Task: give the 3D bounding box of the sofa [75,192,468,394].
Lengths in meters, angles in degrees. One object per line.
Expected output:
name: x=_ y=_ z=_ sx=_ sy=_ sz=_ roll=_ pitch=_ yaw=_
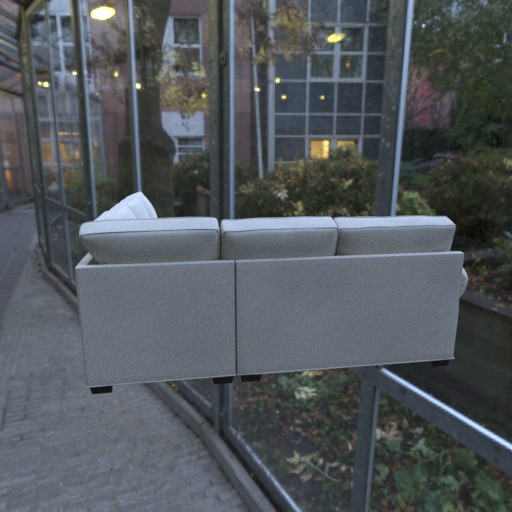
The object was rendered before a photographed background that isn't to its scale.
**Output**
sofa: x=0.000 y=0.000 z=3.958 sx=2.487 sy=1.054 sz=2.569 roll=-2 pitch=13 yaw=-9
